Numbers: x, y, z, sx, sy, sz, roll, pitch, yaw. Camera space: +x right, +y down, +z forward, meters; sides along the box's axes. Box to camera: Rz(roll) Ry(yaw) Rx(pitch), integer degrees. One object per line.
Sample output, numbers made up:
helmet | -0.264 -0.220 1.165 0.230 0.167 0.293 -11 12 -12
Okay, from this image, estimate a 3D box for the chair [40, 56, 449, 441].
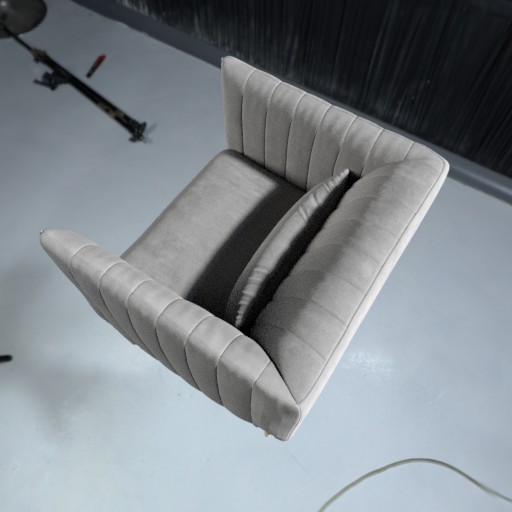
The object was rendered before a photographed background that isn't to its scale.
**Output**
chair | 0.000 0.000 1.618 0.873 0.779 0.981 31 66 15
